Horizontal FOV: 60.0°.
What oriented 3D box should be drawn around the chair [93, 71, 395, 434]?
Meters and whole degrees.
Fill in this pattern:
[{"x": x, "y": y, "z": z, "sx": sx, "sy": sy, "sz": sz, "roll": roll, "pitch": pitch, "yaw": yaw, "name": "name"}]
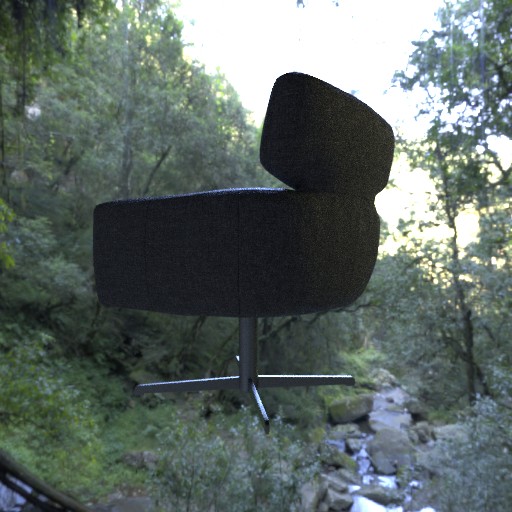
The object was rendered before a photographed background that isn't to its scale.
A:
[{"x": 0.000, "y": 0.000, "z": 1.323, "sx": 0.715, "sy": 0.812, "sz": 0.706, "roll": 0, "pitch": 0, "yaw": 37, "name": "chair"}]
